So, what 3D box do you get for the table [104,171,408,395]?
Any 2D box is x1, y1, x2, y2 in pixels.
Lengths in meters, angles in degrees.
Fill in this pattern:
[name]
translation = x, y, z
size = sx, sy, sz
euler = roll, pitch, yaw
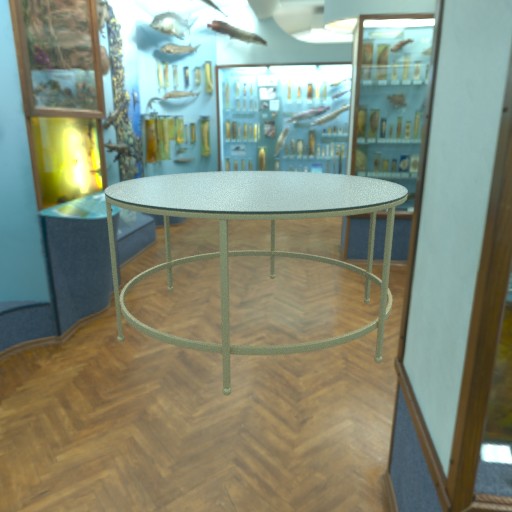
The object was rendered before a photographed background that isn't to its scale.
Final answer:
[table]
translation = 0.000, 0.000, 1.472
size = 0.914, 0.470, 0.914
euler = 0, 16, 0
